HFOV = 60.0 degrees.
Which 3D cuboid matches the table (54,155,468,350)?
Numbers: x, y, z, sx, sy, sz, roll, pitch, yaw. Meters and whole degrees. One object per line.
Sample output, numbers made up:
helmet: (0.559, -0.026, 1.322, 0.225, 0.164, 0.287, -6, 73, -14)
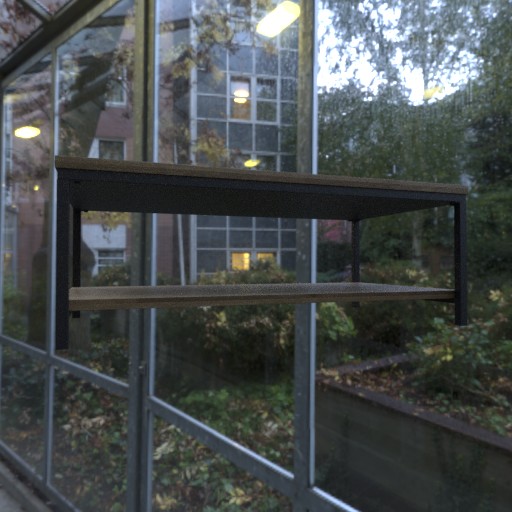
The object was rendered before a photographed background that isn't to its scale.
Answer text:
table: (0.000, 0.000, 1.337, 1.062, 0.393, 0.574, 0, -1, -19)
